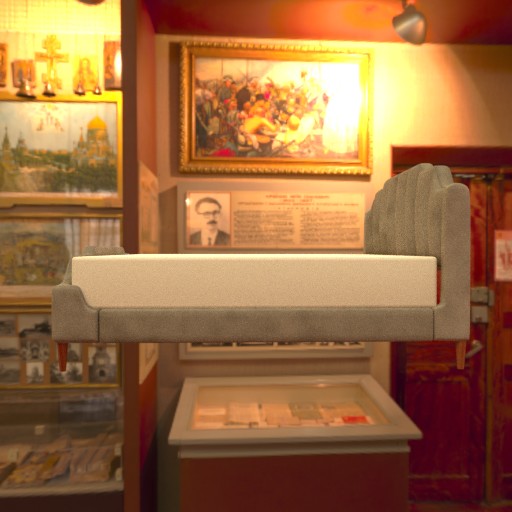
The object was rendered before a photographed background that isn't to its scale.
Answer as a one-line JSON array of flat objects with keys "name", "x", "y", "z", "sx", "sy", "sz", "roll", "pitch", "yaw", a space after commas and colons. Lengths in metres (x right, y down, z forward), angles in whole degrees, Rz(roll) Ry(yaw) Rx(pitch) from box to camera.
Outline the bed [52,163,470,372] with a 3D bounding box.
[{"name": "bed", "x": 0.000, "y": 0.000, "z": 3.259, "sx": 2.340, "sy": 1.245, "sz": 1.676, "roll": 0, "pitch": 1, "yaw": -2}]
